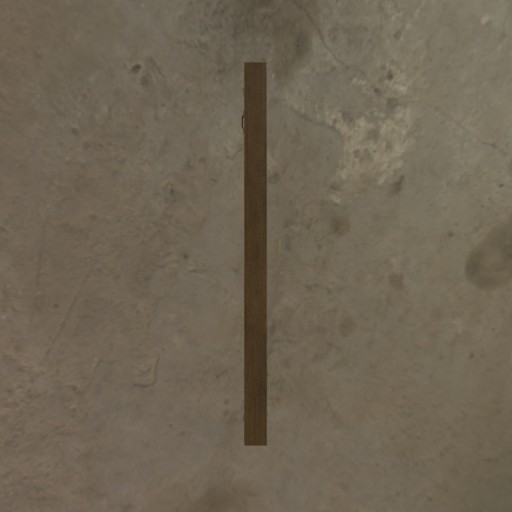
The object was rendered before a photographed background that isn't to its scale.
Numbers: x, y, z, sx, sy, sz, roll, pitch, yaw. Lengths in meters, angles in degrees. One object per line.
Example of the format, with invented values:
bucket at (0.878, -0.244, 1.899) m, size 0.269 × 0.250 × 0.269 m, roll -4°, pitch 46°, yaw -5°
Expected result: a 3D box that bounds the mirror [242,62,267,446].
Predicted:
mirror at (0.000, 0.000, 1.161) m, size 0.041 × 0.915 × 0.609 m, roll 0°, pitch 89°, yaw 0°
